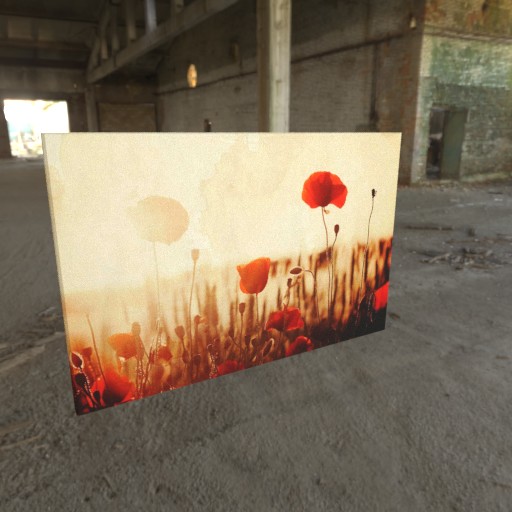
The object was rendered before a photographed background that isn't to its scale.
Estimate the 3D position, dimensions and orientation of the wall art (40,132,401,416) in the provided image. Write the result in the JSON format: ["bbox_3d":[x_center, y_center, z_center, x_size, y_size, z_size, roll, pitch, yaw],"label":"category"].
[{"bbox_3d":[0.000,0.000,1.122,0.918,0.602,0.038,-8,18,-28],"label":"wall art"}]
